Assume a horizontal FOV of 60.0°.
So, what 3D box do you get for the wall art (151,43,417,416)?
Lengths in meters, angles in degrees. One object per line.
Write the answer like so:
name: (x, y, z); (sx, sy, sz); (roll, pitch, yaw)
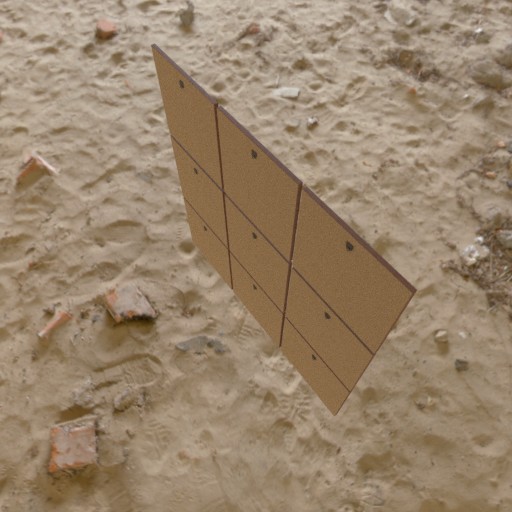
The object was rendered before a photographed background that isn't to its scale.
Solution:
wall art: (0.000, 0.000, 1.801); (0.024, 1.218, 1.221); (-32, 63, -19)
